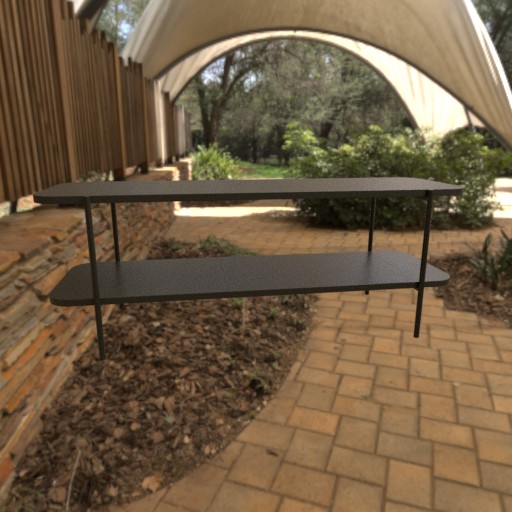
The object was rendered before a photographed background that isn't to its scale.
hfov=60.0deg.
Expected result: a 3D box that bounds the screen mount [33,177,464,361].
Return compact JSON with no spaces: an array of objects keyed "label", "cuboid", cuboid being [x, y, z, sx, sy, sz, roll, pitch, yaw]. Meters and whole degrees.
[{"label":"screen mount","cuboid":[0.000,0.000,1.406,1.200,0.447,0.400,-2,15,-9]}]
